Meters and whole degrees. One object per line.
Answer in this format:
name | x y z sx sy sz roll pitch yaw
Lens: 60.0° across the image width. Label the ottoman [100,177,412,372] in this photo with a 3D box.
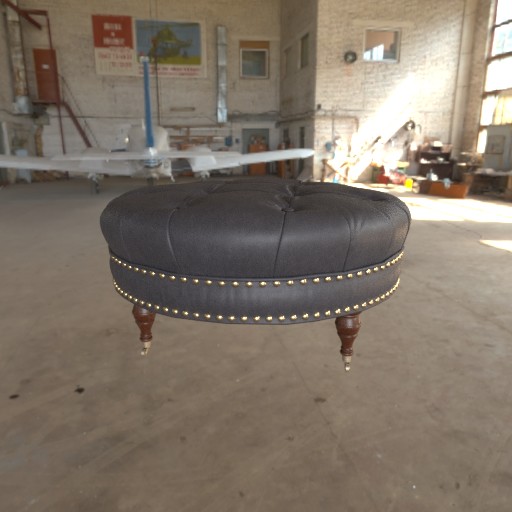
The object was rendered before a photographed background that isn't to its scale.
ottoman | 0.000 0.000 1.363 0.901 0.439 0.901 0 14 0
